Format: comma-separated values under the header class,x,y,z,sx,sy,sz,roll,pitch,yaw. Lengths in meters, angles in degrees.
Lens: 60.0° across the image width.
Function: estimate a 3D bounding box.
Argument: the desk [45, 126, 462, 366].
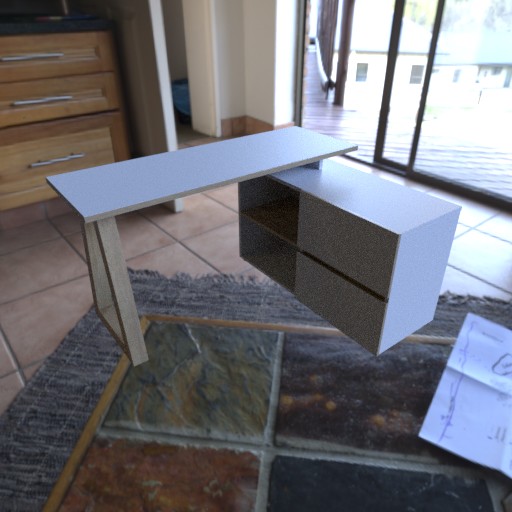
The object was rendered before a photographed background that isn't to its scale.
class,x,y,z,sx,sy,sz,roll,pitch,yaw
desk,0.000,0.000,2.051,1.404,0.755,1.098,-21,37,-31
